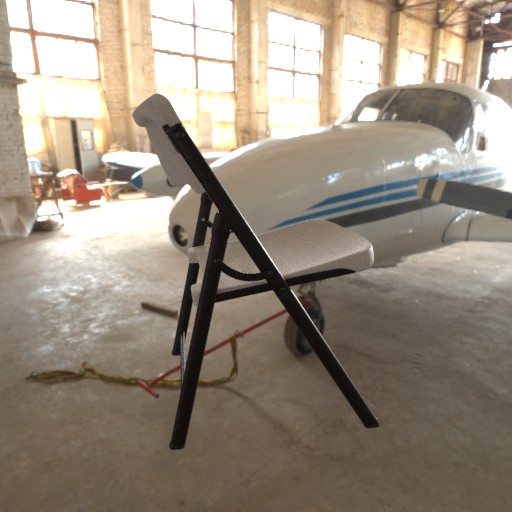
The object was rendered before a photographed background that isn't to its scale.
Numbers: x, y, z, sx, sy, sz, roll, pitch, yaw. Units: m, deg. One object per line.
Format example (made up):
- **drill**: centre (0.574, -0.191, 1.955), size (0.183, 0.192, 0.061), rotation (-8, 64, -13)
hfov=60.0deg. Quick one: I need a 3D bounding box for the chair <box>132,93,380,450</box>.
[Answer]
- **chair**: centre (0.000, 0.000, 1.163), size (0.577, 0.765, 0.482), rotation (-3, 16, -9)
